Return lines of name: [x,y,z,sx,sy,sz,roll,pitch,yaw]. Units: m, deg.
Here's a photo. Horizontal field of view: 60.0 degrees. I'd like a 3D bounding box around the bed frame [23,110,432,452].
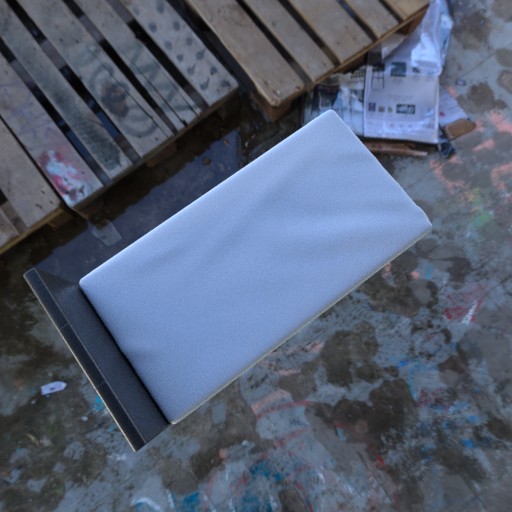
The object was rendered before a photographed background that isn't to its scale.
bed frame: [0.000,0.000,2.578,2.152,1.046,1.038,-36,80,-8]
